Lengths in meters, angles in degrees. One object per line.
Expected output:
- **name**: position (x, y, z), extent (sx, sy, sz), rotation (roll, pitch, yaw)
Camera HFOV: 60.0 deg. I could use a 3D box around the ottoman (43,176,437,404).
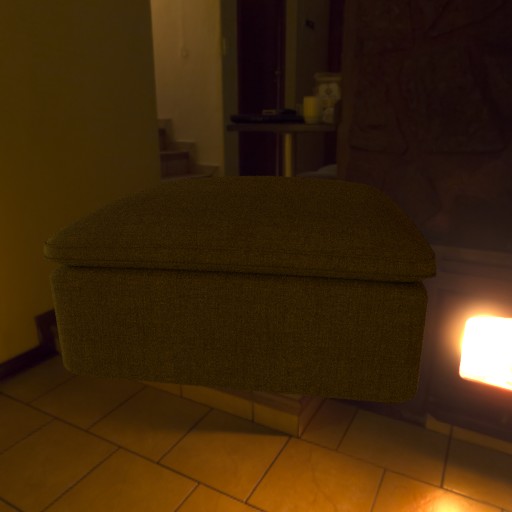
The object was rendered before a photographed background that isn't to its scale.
- **ottoman**: position (0.000, 0.000, 1.674), extent (1.067, 0.559, 1.067), rotation (2, 17, 8)
